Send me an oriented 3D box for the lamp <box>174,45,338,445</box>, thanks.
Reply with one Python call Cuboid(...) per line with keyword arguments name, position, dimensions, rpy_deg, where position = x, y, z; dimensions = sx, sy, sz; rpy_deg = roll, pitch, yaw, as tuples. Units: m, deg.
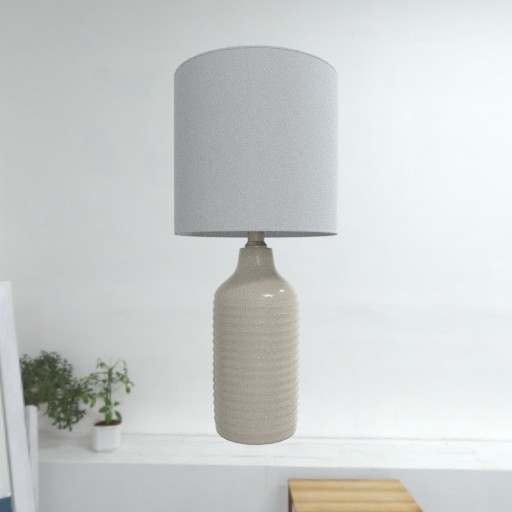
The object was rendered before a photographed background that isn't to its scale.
Cuboid(name="lamp", position=(0.000, 0.000, 0.608), dimensions=(0.220, 0.475, 0.220), rpy_deg=(0, 1, -20))
